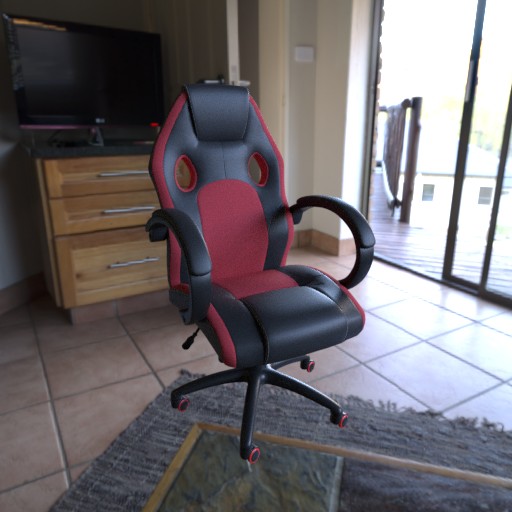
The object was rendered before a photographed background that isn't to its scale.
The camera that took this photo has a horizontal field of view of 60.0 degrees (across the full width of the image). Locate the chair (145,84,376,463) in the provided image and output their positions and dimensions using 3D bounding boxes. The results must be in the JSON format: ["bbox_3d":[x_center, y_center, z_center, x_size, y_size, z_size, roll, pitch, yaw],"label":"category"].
[{"bbox_3d":[0.000,0.000,1.578,0.673,1.187,0.724,-9,19,-27],"label":"chair"}]
